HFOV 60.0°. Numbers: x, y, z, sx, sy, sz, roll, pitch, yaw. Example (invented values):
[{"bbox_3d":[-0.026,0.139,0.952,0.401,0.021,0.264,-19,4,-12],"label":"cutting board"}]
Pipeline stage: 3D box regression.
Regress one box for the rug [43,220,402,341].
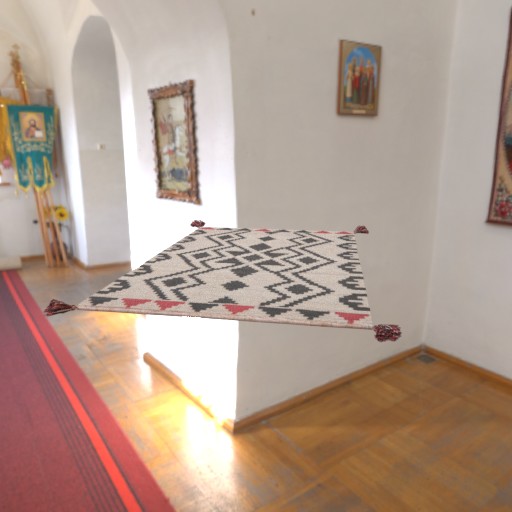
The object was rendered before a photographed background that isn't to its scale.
[{"bbox_3d":[0.000,0.000,2.634,1.444,0.067,2.069,2,15,10],"label":"rug"}]
